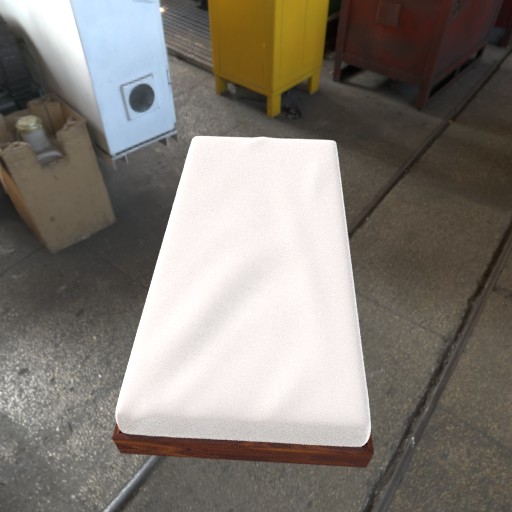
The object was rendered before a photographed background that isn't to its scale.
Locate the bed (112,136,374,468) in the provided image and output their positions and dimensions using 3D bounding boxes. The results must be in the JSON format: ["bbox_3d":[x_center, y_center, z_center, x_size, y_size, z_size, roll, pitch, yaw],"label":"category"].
[{"bbox_3d":[0.000,0.000,2.218,0.940,0.312,1.860,2,47,2],"label":"bed"}]
